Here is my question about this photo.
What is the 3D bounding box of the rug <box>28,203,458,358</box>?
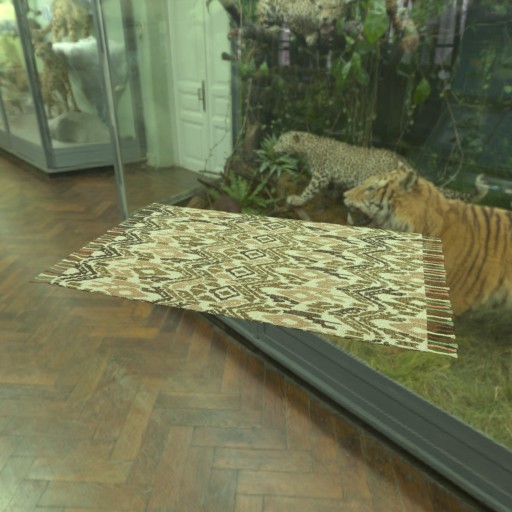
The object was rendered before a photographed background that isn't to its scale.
[{"bbox_3d":[0.000,0.000,3.005,2.438,0.008,1.524,8,27,16],"label":"rug"}]
